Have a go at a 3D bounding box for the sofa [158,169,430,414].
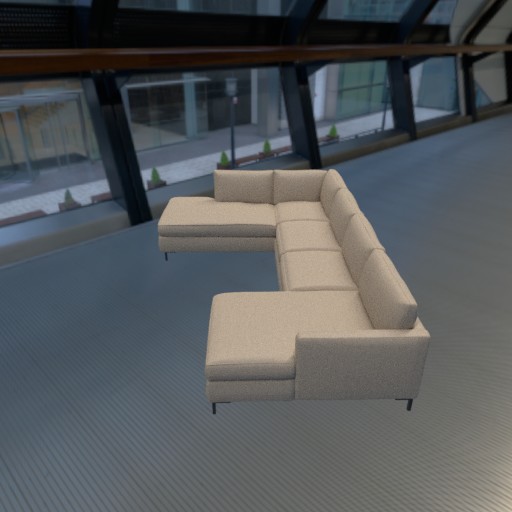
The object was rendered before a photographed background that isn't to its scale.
[{"bbox_3d":[0.000,0.000,3.666,1.879,0.756,2.737,0,27,-1],"label":"sofa"}]
